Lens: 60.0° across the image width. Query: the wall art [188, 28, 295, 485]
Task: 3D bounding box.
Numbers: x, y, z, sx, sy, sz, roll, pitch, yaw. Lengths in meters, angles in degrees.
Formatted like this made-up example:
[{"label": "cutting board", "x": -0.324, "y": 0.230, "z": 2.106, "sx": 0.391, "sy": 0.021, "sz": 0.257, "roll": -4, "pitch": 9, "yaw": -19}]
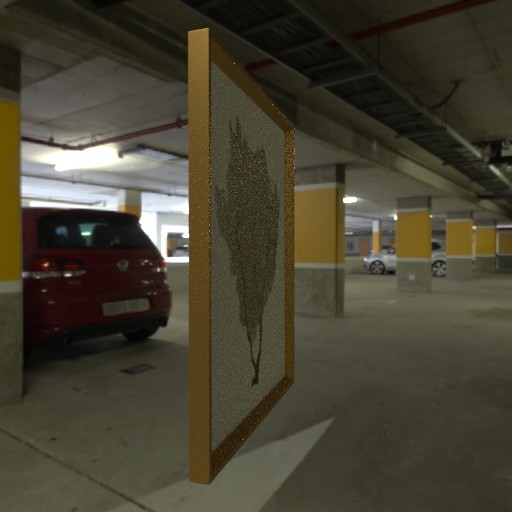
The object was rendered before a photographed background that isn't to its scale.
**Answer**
[{"label": "wall art", "x": 0.000, "y": 0.000, "z": 1.034, "sx": 0.038, "sy": 0.762, "sz": 0.610, "roll": 0, "pitch": 1, "yaw": 18}]
